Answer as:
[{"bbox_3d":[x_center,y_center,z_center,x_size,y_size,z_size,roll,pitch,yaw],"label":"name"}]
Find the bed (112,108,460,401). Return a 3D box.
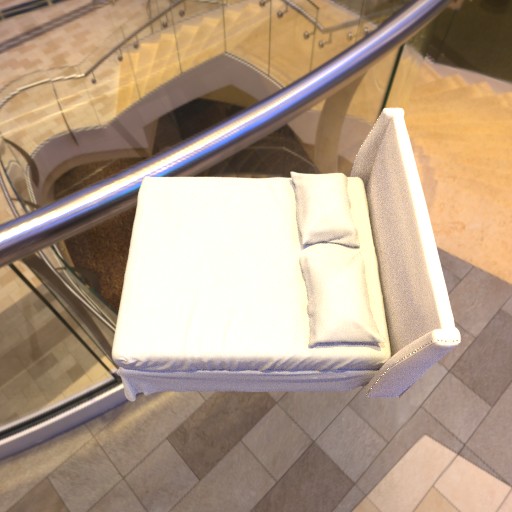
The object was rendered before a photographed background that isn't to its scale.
[{"bbox_3d":[0.000,0.000,3.466,2.276,1.332,1.925,0,59,0],"label":"bed"}]
